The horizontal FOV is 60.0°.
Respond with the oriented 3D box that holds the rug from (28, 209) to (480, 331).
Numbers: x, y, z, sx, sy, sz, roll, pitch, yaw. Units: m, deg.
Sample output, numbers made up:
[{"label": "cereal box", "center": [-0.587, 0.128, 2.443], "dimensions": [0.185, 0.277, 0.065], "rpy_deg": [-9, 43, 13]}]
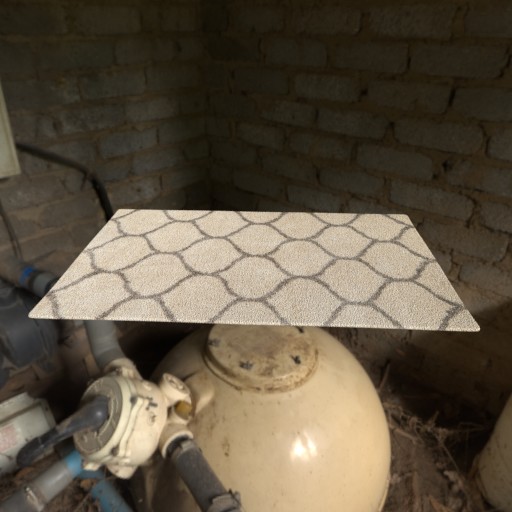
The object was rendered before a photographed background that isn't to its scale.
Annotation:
[{"label": "rug", "center": [0.000, 0.000, 2.950], "dimensions": [2.348, 0.024, 1.501], "rpy_deg": [1, 28, 3]}]
